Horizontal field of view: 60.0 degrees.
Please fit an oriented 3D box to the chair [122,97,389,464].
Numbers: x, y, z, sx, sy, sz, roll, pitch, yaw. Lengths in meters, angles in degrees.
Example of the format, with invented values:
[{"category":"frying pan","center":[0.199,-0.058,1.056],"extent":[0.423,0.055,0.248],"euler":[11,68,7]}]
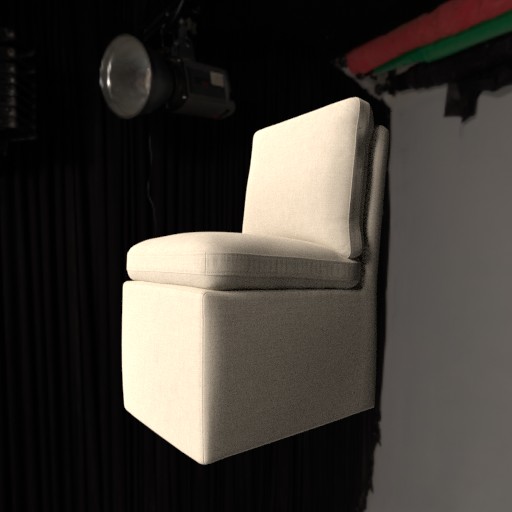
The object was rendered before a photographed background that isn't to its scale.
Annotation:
[{"category":"chair","center":[0.000,0.000,1.352],"extent":[0.698,0.927,0.503],"euler":[0,0,-38]}]
